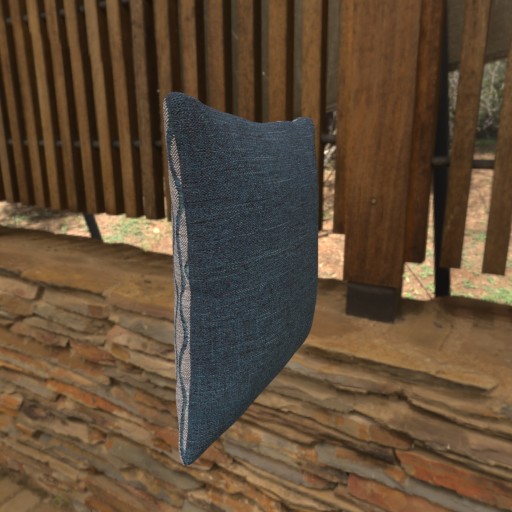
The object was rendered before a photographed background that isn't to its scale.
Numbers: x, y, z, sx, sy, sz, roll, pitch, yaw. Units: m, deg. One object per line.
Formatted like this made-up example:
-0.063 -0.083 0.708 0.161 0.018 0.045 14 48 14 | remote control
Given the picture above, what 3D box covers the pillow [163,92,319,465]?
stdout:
0.000 0.000 0.680 0.159 0.435 0.435 6 16 23 | pillow
